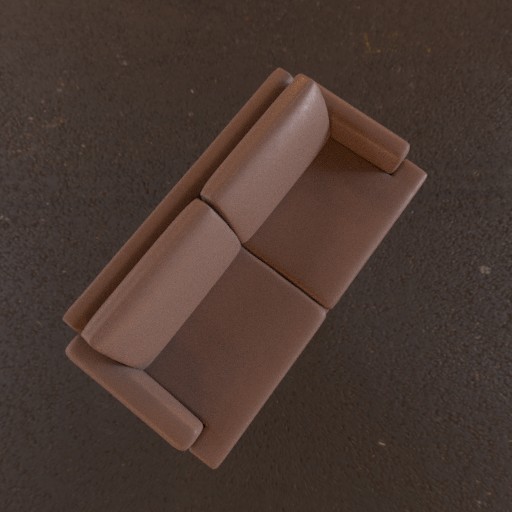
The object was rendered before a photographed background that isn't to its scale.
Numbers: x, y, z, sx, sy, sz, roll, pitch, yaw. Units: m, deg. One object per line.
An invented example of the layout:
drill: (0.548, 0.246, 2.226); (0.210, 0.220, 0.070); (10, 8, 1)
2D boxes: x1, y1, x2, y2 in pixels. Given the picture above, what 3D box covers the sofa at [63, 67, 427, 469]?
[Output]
sofa: (0.000, 0.000, 2.350); (0.974, 0.765, 1.940); (36, 79, 8)
